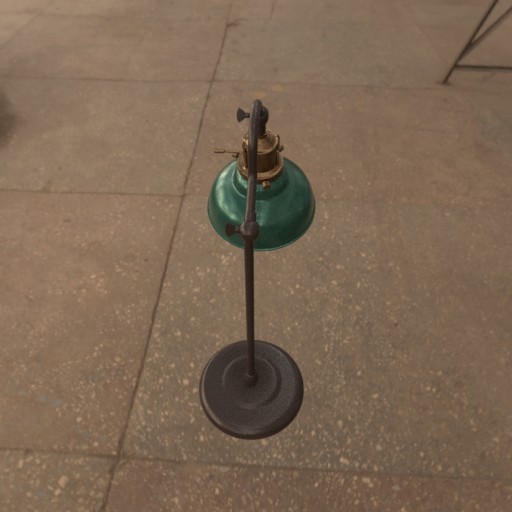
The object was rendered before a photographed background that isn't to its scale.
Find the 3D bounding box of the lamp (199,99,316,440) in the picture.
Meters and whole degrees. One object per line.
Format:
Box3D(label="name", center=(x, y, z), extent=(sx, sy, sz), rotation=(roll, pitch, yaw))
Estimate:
Box3D(label="lamp", center=(0.000, 0.000, 0.694), extent=(0.192, 0.508, 0.374), rotation=(4, 46, 4))
